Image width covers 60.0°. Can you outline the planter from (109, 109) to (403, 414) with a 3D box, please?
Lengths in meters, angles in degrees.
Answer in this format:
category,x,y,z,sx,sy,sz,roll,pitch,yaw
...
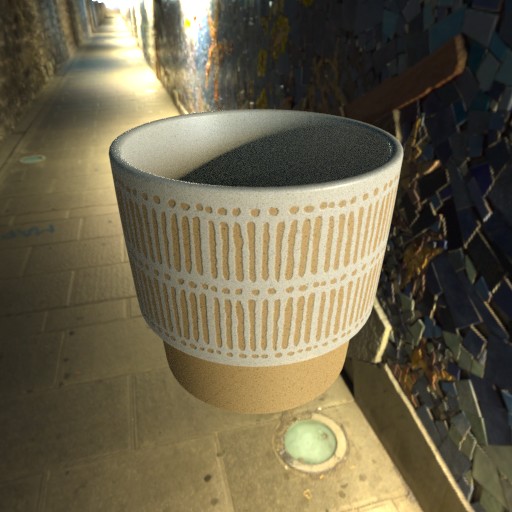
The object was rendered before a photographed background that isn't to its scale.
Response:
category,x,y,z,sx,sy,sz,roll,pitch,yaw
planter,0.000,0.000,0.569,0.317,0.303,0.317,0,30,0
